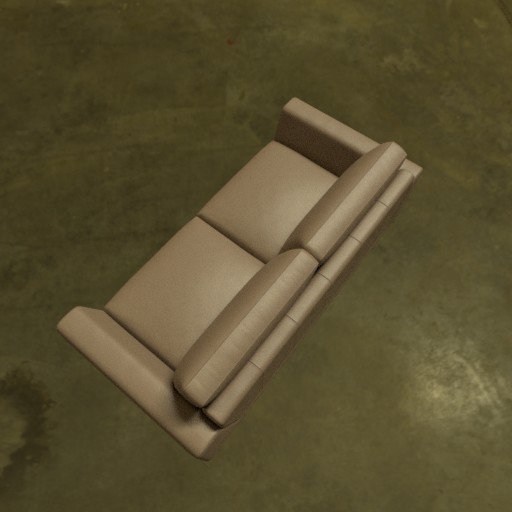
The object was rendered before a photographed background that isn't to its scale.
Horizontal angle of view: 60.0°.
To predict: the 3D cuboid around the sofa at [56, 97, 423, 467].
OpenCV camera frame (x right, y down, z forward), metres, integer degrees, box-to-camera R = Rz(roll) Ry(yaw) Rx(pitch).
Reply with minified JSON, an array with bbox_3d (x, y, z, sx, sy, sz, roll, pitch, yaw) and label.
[{"bbox_3d":[0.000,0.000,2.539,0.953,0.875,2.017,35,68,17],"label":"sofa"}]
